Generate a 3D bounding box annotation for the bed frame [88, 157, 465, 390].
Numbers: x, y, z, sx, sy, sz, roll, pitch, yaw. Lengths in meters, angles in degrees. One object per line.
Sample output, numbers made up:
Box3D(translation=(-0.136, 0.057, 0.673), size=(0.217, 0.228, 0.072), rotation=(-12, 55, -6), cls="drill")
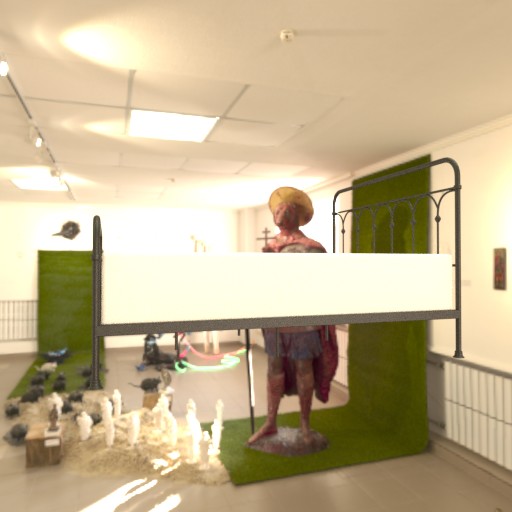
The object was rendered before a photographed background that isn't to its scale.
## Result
Box3D(translation=(0.000, 0.000, 3.192), size=(2.203, 1.276, 1.664), rotation=(0, -1, -19), cls="bed frame")
